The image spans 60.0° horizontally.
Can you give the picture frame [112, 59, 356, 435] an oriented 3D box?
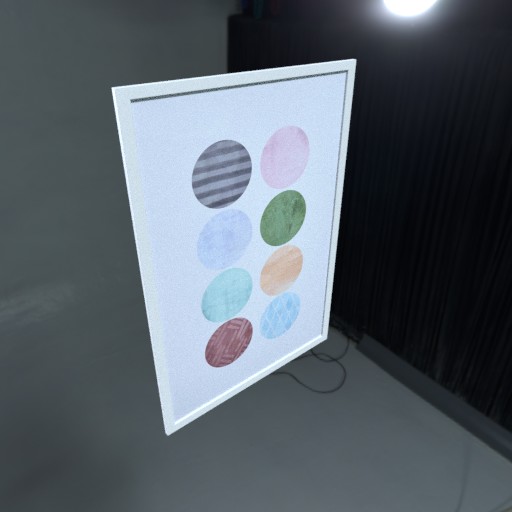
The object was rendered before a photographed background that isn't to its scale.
[{"bbox_3d":[0.000,0.000,1.209,0.659,0.940,0.013,-22,37,-33],"label":"picture frame"}]
